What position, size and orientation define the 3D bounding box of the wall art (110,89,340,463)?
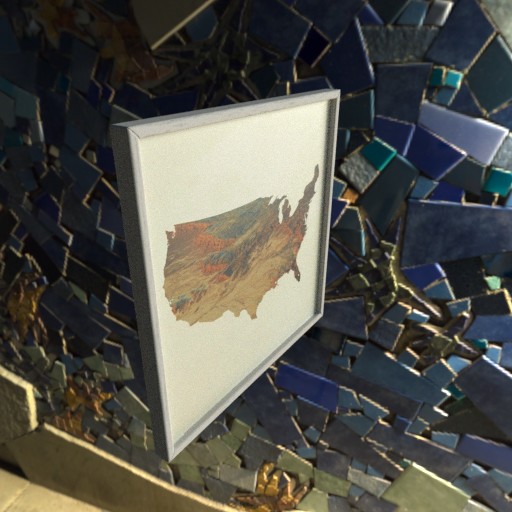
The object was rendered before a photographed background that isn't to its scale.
[{"bbox_3d":[0.000,0.000,1.953,0.078,1.288,1.287,17,31,32],"label":"wall art"}]
